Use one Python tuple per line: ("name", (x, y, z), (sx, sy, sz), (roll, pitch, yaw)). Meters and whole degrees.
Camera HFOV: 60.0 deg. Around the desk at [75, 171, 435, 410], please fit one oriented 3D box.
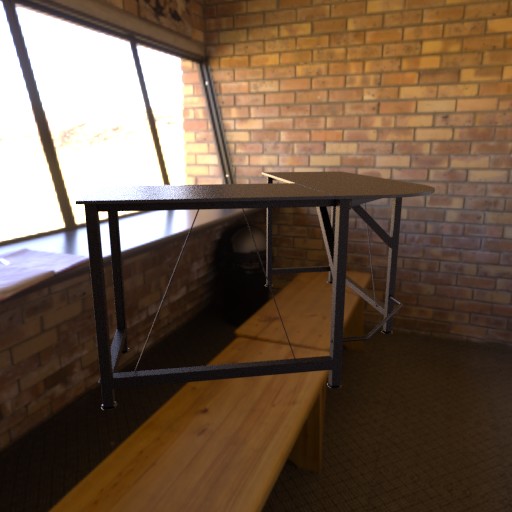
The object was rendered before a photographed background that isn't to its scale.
("desk", (0.000, 0.000, 2.276), (1.400, 0.762, 1.400), (-2, 14, -9))
